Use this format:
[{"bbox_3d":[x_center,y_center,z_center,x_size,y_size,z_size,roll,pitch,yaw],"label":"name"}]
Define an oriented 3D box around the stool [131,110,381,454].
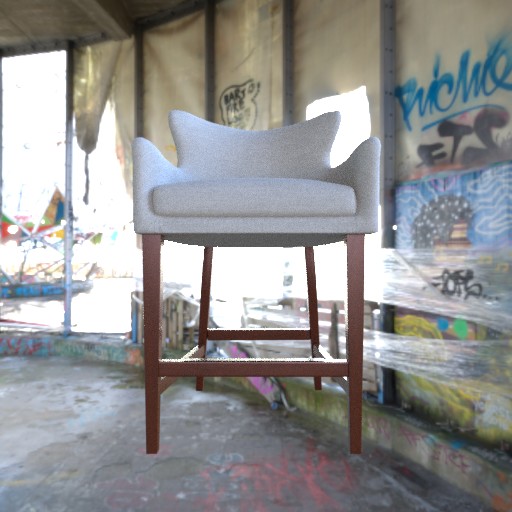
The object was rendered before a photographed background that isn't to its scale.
[{"bbox_3d":[0.000,0.000,1.382,0.615,0.987,0.637,0,0,0],"label":"stool"}]
